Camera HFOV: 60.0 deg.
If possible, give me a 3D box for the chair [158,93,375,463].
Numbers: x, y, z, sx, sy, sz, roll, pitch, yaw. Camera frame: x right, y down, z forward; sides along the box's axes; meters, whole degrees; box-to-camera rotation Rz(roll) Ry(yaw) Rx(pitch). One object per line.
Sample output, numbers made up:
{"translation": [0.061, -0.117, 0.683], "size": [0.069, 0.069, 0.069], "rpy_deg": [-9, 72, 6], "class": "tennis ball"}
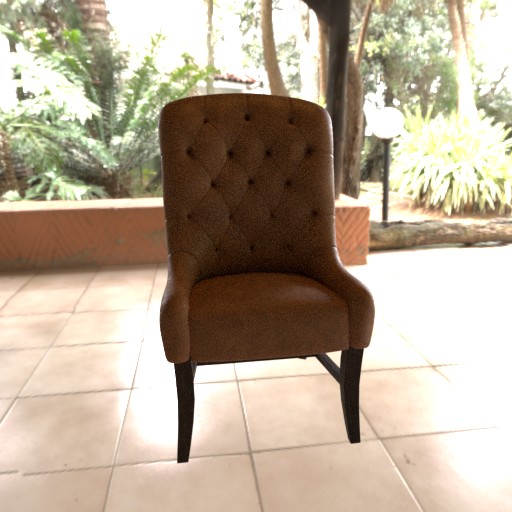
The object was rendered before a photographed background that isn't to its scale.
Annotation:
{"translation": [0.000, 0.000, 1.515], "size": [0.634, 1.091, 0.629], "rpy_deg": [-2, 16, -9], "class": "chair"}
